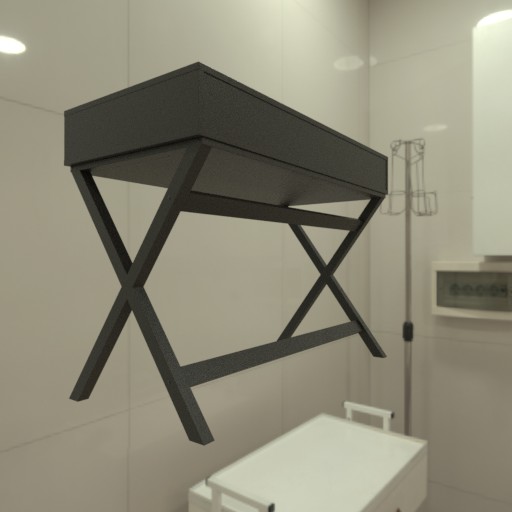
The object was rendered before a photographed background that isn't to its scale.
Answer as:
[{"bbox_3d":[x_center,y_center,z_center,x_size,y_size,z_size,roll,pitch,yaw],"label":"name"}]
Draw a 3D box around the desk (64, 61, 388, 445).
[{"bbox_3d":[0.000,0.000,1.467,0.504,0.780,1.057,0,0,37],"label":"desk"}]
